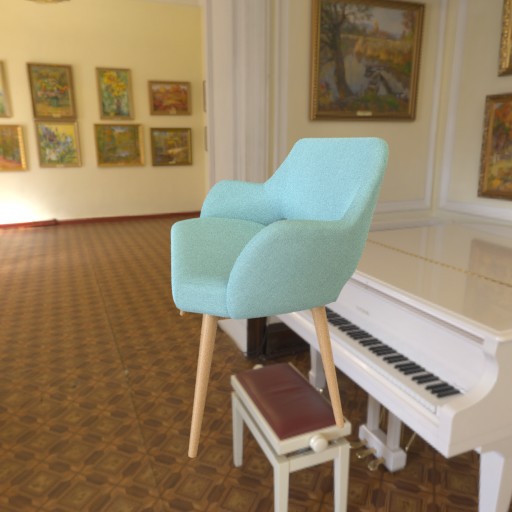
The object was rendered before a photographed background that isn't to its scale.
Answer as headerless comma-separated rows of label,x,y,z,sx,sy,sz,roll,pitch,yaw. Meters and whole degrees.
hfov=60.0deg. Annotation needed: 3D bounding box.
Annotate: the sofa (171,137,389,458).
sofa,0.000,0.000,1.630,0.610,0.840,1.150,-3,15,-10
